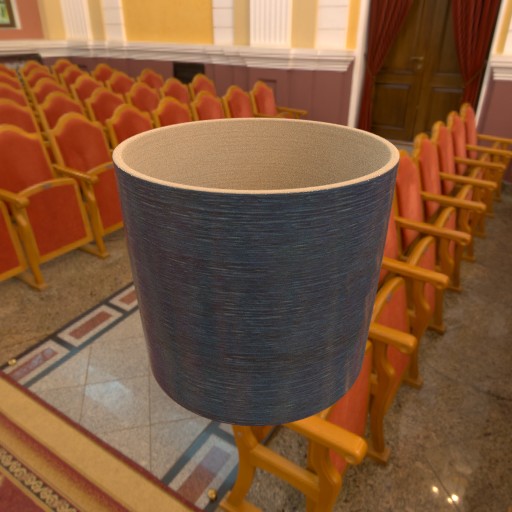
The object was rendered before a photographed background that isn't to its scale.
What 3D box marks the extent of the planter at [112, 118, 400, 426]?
[{"bbox_3d":[0.000,0.000,0.402,0.221,0.201,0.221,0,28,0],"label":"planter"}]
